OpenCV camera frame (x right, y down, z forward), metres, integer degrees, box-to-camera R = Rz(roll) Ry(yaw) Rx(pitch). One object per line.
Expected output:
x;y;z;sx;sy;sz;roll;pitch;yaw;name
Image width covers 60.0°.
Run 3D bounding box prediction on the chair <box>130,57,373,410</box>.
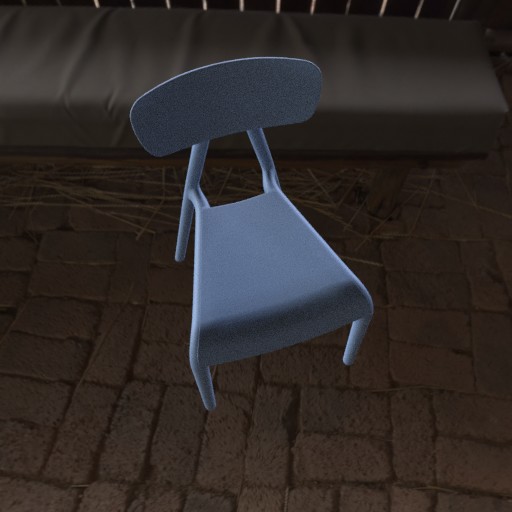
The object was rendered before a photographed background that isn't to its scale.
0.000;0.000;0.833;0.356;0.580;0.401;-16;65;-8;chair
